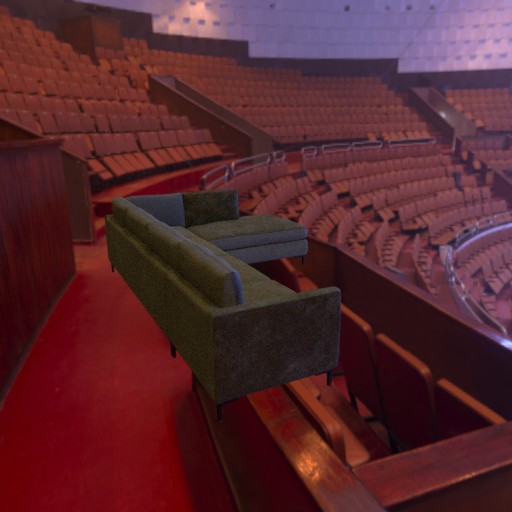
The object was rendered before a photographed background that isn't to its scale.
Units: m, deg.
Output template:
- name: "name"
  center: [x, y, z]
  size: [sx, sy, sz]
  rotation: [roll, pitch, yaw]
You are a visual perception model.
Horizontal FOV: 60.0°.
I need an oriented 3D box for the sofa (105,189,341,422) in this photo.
- name: "sofa"
  center: [0.000, 0.000, 3.255]
  size: [1.707, 0.687, 2.486]
  rotation: [-8, 18, -27]
